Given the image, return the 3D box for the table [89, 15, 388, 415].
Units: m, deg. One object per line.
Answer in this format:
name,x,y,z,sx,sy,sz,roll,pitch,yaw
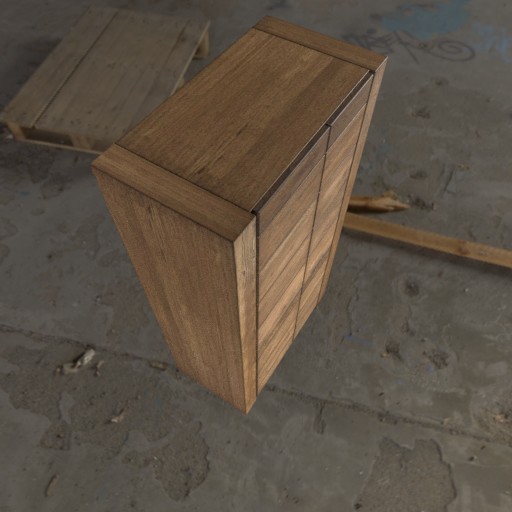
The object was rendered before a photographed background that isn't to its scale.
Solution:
table,0.000,0.000,2.460,0.600,2.000,1.100,29,61,17
